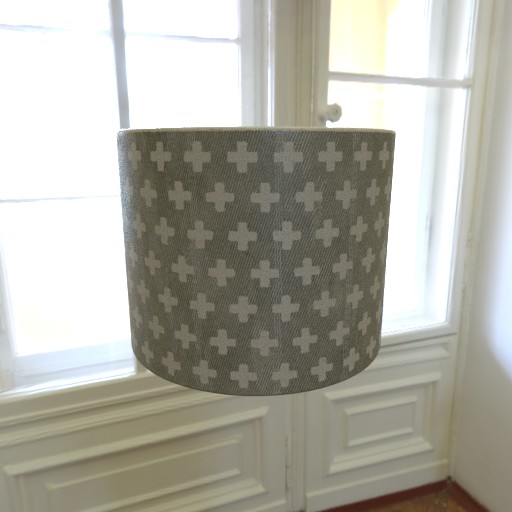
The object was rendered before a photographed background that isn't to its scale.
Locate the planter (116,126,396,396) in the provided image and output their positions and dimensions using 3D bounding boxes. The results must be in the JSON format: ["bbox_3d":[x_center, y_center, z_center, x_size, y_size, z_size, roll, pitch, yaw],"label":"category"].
[{"bbox_3d":[0.000,0.000,0.336,0.190,0.181,0.190,0,14,0],"label":"planter"}]
